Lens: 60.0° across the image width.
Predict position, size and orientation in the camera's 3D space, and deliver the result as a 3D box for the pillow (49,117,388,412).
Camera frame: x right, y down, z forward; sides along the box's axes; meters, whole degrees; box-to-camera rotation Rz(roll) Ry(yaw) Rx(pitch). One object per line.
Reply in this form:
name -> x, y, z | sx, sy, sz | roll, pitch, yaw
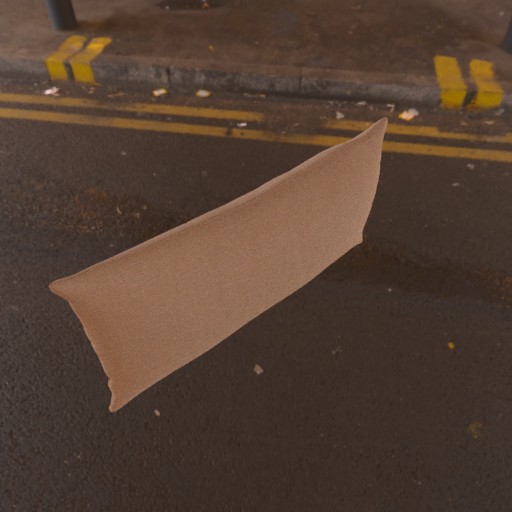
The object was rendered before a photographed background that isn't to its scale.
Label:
pillow -> 0.000, 0.000, 0.737 | 0.612, 0.308, 0.148 | -31, 53, -27
